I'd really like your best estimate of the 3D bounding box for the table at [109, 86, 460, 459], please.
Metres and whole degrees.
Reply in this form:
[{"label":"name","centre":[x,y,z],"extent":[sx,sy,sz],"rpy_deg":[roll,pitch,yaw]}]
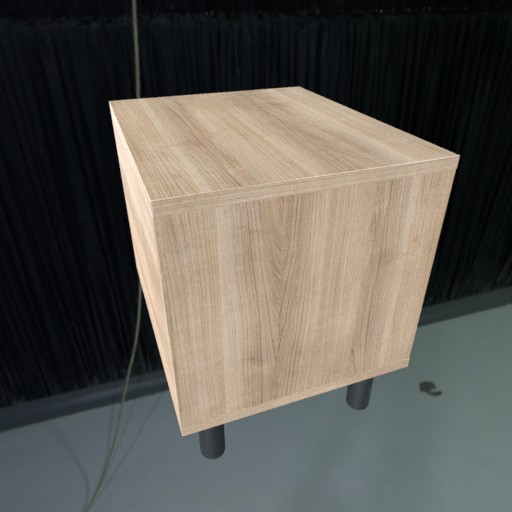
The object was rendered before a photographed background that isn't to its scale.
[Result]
[{"label":"table","centre":[0.000,0.000,0.772],"extent":[0.380,0.460,0.445],"rpy_deg":[-11,33,-17]}]
